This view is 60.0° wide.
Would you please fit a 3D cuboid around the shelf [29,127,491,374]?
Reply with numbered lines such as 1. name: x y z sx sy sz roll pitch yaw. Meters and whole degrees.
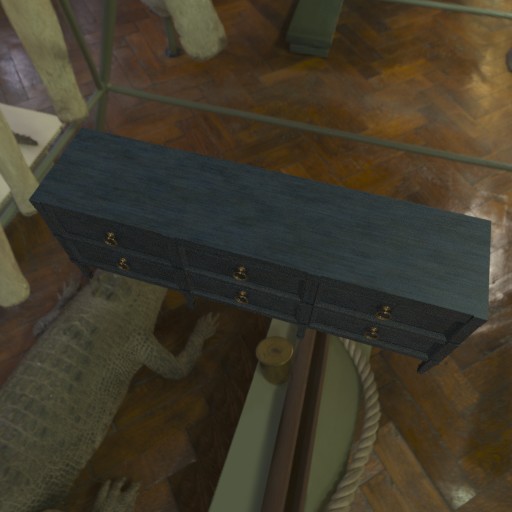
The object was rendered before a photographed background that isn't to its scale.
1. shelf: 0.000 0.000 2.152 1.878 0.715 0.471 15 59 9
